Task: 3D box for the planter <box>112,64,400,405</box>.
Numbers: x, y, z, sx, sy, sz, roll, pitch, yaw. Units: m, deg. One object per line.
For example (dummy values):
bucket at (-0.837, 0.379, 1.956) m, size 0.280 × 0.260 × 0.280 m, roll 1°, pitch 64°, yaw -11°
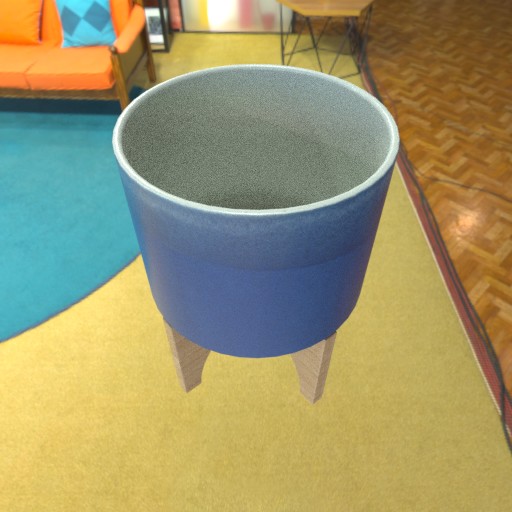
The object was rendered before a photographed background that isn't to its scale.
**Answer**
planter at (0.000, 0.000, 0.398) m, size 0.192 × 0.263 × 0.192 m, roll 0°, pitch 46°, yaw 0°
